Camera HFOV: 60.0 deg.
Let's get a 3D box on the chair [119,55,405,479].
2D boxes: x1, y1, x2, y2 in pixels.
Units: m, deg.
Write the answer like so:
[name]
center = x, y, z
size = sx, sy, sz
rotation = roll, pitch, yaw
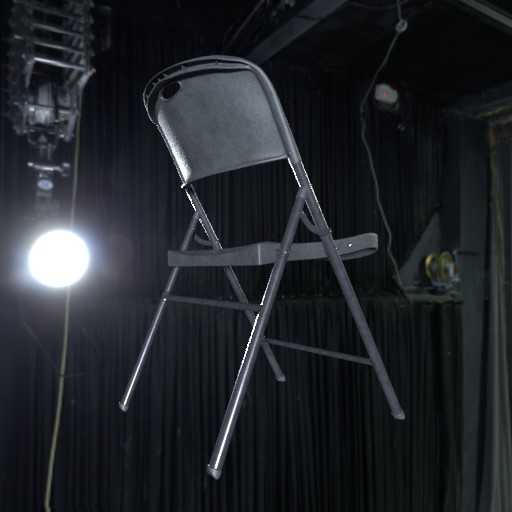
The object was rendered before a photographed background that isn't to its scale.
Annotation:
[chair]
center = 0.000, 0.000, 1.144
size = 0.566, 0.810, 0.494
rotation = 1, -2, -36
